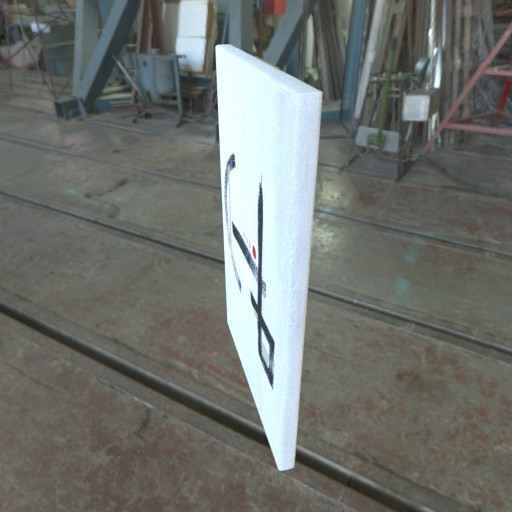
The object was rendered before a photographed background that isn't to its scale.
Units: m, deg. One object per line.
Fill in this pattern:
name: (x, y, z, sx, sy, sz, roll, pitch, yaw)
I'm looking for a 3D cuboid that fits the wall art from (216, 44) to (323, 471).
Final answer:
wall art: (0.000, 0.000, 1.129, 0.048, 0.916, 0.602, -8, 33, -13)
